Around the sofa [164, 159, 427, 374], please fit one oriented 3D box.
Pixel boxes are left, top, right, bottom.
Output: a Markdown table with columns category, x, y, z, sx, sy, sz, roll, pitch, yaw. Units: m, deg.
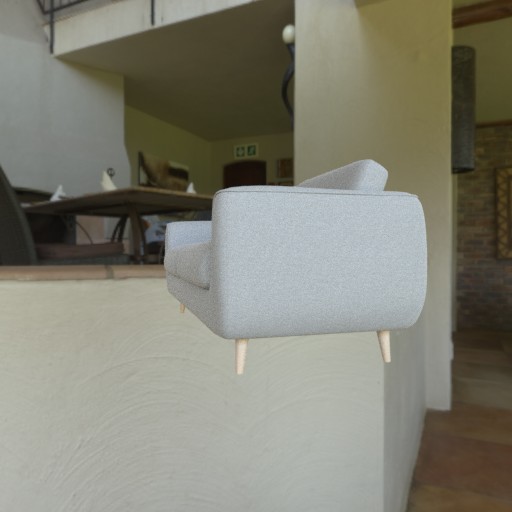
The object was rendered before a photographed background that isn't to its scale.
| category | x | y | z | sx | sy | sz | roll | pitch | yaw |
| --- | --- | --- | --- | --- | --- | --- | --- | --- | --- |
| sofa | 0.000 | 0.000 | 2.526 | 0.920 | 0.850 | 2.000 | 0 | 1 | -17 |
